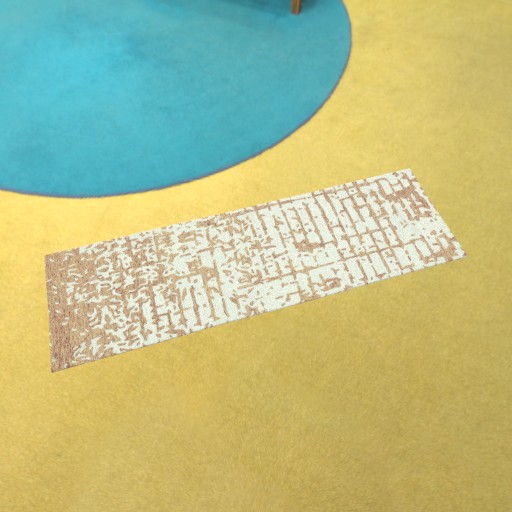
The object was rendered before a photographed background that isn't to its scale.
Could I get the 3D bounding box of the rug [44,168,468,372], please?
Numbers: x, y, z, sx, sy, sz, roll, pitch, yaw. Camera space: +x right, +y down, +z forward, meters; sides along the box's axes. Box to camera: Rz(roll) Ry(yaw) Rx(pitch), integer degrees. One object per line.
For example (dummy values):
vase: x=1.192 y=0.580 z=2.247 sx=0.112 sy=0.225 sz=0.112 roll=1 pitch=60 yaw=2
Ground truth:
rug: x=0.000 y=0.000 z=2.665 sx=2.435 sy=0.011 sz=0.750 roll=-14 pitch=59 yaw=-9
